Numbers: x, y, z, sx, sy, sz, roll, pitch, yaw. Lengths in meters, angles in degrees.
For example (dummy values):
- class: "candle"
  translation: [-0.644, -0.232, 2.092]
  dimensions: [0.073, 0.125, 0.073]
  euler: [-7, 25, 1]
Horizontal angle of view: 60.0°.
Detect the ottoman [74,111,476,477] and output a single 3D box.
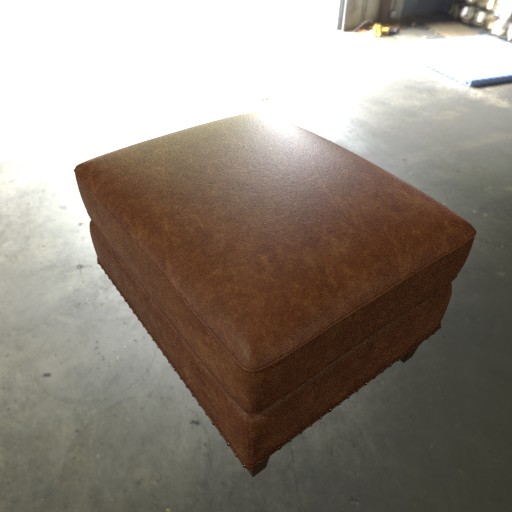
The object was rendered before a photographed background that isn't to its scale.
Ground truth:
- class: "ottoman"
  translation: [0.000, 0.000, 1.082]
  dimensions: [0.586, 0.486, 0.742]
  euler: [-26, 46, -27]
